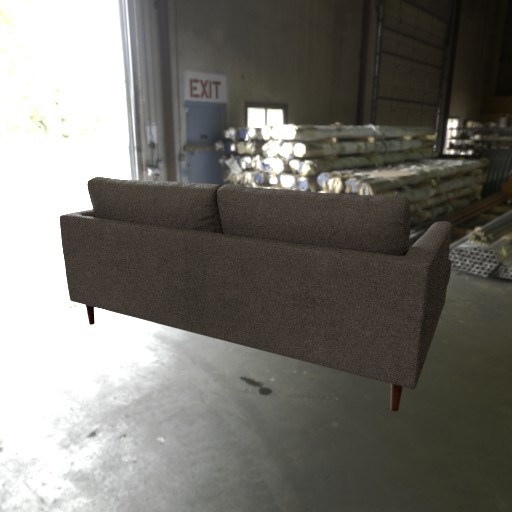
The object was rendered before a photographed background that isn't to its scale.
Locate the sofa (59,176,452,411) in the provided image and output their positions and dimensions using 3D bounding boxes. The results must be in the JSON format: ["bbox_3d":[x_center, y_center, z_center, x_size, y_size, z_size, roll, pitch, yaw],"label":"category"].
[{"bbox_3d":[0.000,0.000,2.478,1.948,0.868,1.020,8,18,27],"label":"sofa"}]
